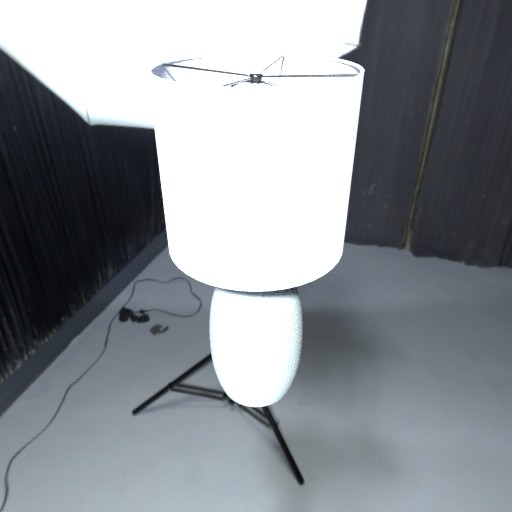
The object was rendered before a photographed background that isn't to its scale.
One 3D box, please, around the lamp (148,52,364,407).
[{"bbox_3d":[0.000,0.000,0.570,0.217,0.453,0.217,10,33,16],"label":"lamp"}]
